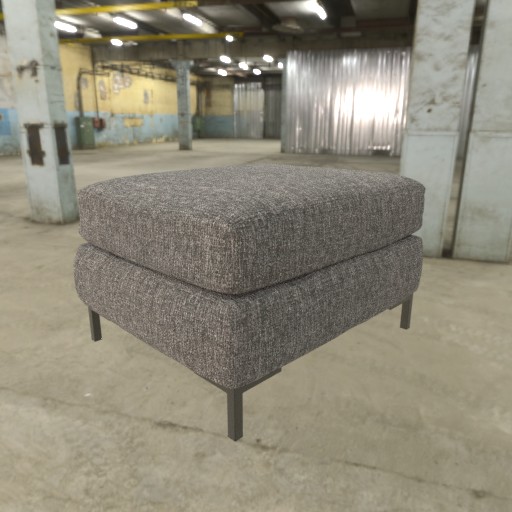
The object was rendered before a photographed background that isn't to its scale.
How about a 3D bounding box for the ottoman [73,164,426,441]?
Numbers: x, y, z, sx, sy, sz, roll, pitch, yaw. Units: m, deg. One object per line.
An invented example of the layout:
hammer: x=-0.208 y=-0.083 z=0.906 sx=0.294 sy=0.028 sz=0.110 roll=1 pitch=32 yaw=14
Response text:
ottoman: x=0.000 y=0.000 z=1.263 sx=0.683 sy=0.480 sz=0.828 roll=16 pitch=22 yaw=43
